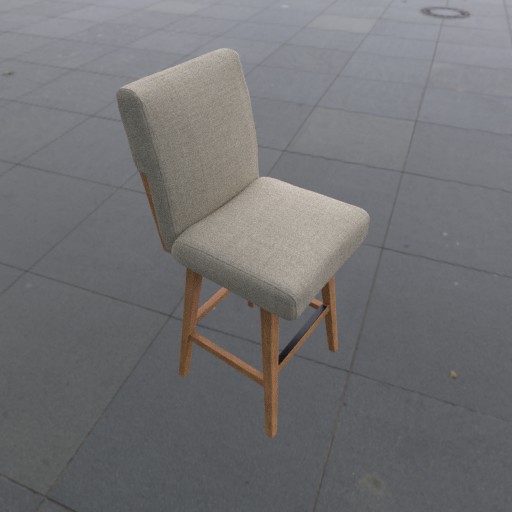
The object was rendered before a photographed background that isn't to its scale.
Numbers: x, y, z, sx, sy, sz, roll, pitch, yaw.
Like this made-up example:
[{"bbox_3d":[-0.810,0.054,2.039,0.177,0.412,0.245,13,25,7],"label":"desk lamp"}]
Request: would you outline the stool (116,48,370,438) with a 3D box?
[{"bbox_3d":[0.000,0.000,1.440,0.569,1.106,0.483,26,47,26],"label":"stool"}]
